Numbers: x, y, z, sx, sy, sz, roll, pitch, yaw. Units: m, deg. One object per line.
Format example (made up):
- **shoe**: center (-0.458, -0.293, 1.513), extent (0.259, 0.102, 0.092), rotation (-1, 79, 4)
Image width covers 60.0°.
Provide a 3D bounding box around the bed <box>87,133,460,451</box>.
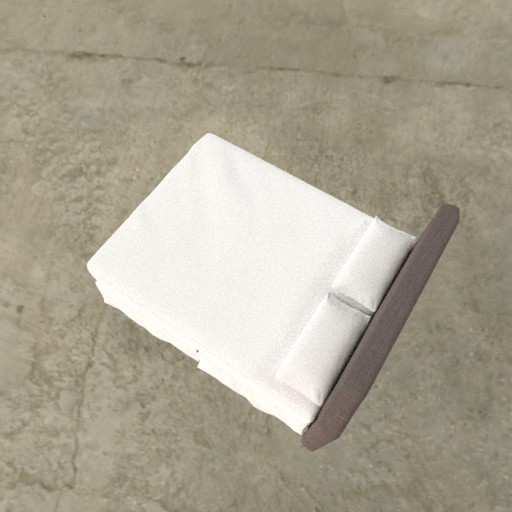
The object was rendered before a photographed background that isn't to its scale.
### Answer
- **bed**: center (0.000, 0.000, 3.232), extent (2.116, 1.290, 1.693), rotation (31, 67, 14)
